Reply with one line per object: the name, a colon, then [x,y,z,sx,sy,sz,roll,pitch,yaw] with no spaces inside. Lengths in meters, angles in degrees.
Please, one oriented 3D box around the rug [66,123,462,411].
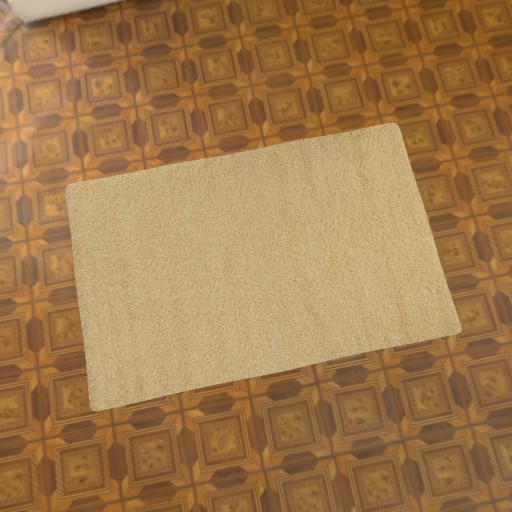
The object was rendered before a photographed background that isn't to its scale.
rug: [0.000,0.000,2.908,2.349,0.026,1.500,-11,77,-3]
